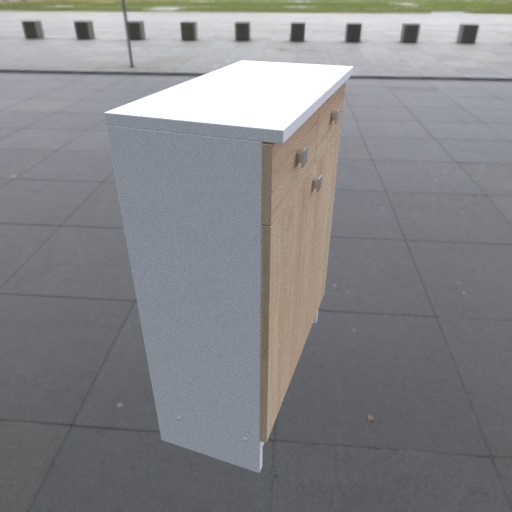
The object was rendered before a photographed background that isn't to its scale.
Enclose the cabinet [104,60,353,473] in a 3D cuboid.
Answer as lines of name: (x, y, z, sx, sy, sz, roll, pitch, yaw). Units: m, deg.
cabinet: (0.000, 0.000, 1.110, 0.296, 0.815, 0.600, 11, 33, 17)
